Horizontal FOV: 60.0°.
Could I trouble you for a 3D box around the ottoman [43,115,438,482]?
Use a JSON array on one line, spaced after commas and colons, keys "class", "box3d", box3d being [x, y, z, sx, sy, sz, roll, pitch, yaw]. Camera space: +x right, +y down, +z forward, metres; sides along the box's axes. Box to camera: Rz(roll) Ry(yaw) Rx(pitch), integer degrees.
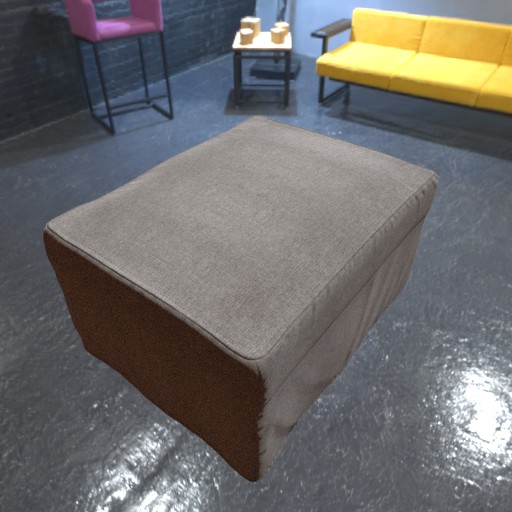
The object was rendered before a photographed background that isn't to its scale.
[{"class": "ottoman", "box3d": [0.000, 0.000, 1.226, 0.652, 0.492, 0.833, 26, 47, 28]}]
